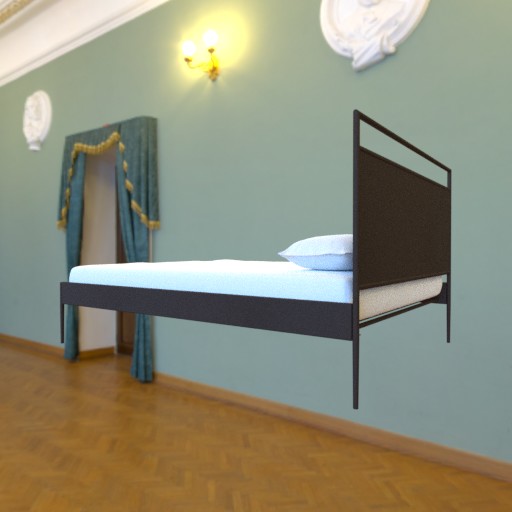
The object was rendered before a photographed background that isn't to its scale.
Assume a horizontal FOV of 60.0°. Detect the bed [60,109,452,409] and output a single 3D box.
[{"bbox_3d":[0.000,0.000,2.983,2.122,1.173,1.572,1,1,36],"label":"bed"}]
